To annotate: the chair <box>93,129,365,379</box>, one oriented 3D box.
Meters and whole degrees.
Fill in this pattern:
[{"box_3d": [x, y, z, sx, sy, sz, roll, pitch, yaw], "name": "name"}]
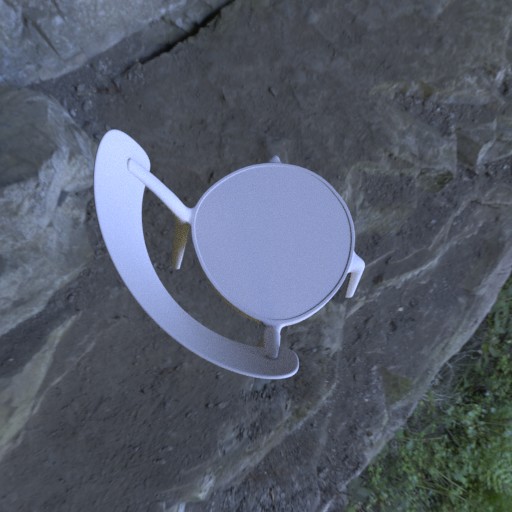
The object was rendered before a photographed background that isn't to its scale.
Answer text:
[{"box_3d": [0.000, 0.000, 1.096, 0.491, 0.790, 0.506, -36, 79, -8], "name": "chair"}]
